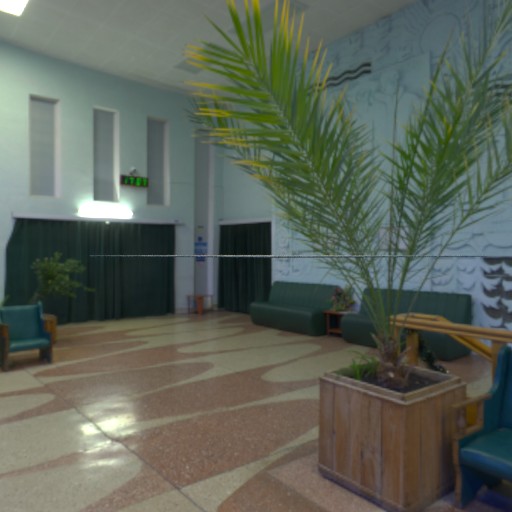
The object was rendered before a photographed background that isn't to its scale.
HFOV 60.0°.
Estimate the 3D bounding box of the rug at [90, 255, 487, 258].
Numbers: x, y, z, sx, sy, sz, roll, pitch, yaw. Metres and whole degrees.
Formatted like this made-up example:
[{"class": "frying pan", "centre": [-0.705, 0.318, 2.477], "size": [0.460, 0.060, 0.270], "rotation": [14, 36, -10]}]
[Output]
[{"class": "rug", "centre": [0.000, 0.000, 4.263], "size": [2.190, 0.008, 3.371], "rotation": [0, 0, -36]}]
